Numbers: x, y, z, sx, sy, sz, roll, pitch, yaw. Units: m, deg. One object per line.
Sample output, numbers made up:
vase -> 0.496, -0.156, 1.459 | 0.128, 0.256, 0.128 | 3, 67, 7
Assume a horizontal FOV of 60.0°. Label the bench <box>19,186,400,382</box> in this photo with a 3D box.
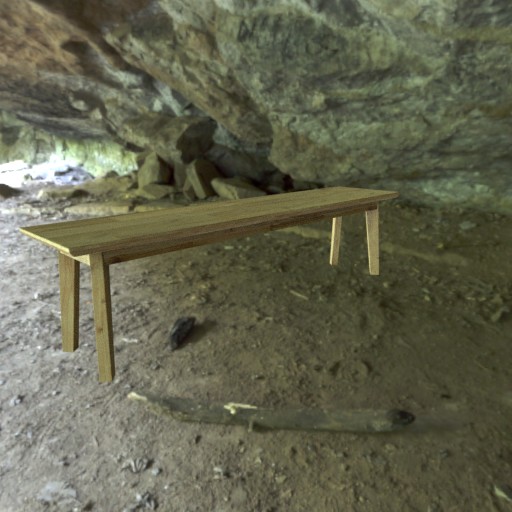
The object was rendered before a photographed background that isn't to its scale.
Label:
bench -> 0.000, 0.000, 1.877 | 1.698, 0.431, 0.378 | -14, 21, -43
